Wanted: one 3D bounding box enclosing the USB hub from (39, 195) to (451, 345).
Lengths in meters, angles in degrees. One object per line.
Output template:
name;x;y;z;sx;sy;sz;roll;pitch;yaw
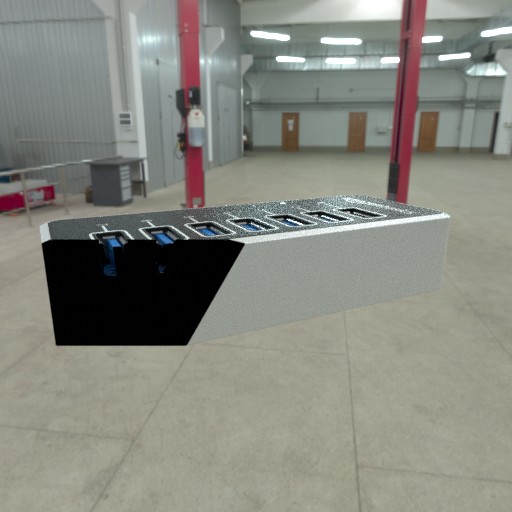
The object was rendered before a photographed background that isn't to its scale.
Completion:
USB hub;0.000;0.000;0.128;0.110;0.023;0.044;-8;18;-25
